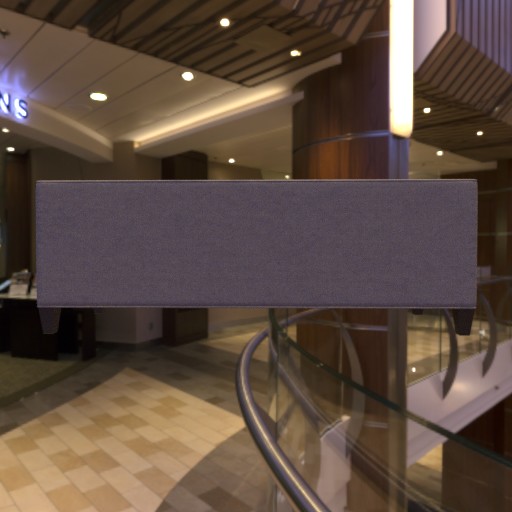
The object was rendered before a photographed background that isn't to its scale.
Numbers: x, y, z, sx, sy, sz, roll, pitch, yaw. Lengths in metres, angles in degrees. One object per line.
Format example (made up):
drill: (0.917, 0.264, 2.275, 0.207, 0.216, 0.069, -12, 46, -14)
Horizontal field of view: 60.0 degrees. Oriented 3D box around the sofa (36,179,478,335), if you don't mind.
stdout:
sofa: (0.000, 0.000, 2.541, 2.159, 0.762, 0.775, 0, 1, 1)
